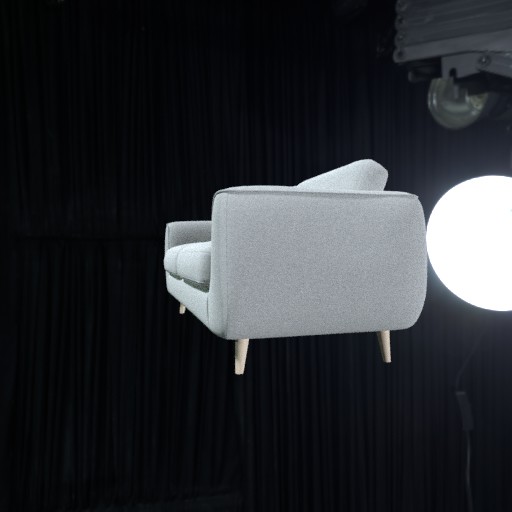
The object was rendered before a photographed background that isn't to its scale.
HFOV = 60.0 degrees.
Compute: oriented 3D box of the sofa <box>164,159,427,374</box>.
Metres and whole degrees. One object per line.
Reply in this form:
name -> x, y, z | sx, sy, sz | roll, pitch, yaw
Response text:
sofa -> 0.000, 0.000, 2.526 | 0.920, 0.850, 2.000 | 0, 1, -17
